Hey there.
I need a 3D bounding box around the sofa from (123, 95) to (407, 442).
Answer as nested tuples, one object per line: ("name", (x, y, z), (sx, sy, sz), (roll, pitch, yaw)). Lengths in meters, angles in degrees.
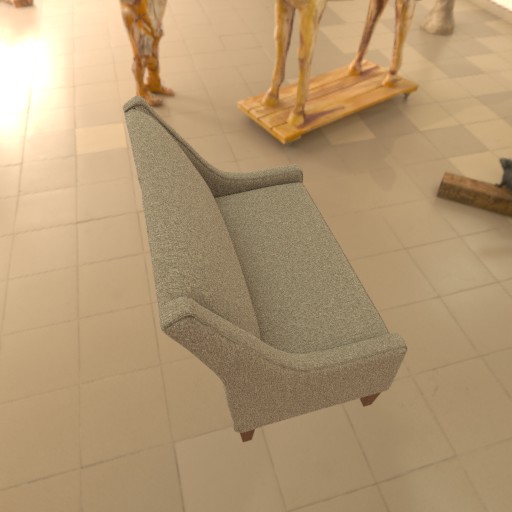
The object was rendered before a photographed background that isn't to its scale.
("sofa", (0.000, 0.000, 1.965), (0.862, 1.026, 1.242), (-12, 48, -11))
